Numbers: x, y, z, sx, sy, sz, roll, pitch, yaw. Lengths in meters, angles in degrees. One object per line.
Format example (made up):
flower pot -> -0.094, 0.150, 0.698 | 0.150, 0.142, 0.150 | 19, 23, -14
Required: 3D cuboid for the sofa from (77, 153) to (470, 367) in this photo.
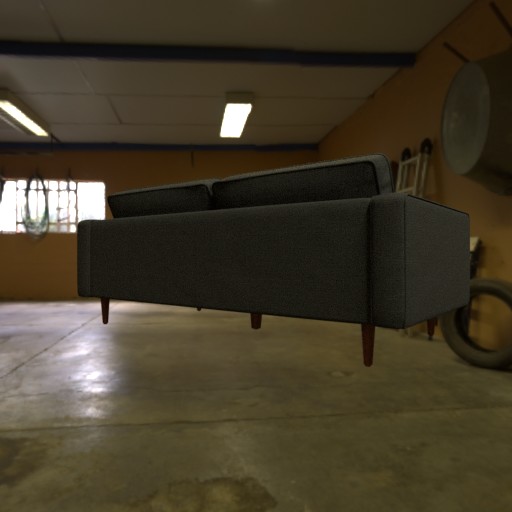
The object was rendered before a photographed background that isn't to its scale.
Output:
sofa -> 0.000, 0.000, 2.296 | 1.875, 0.759, 0.914 | 0, 0, 37
